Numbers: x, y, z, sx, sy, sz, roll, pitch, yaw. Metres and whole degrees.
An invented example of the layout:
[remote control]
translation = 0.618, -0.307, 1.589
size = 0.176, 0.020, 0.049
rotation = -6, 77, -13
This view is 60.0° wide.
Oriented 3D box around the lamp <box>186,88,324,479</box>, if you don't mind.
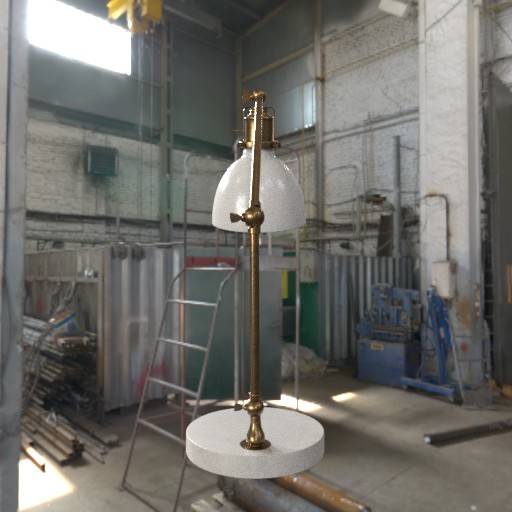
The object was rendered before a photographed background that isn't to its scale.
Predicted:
[lamp]
translation = 0.000, 0.000, 0.658
size = 0.186, 0.522, 0.317
rotation = 0, -2, 1
